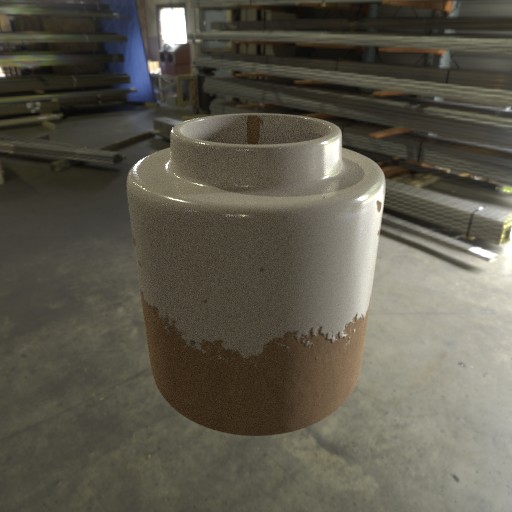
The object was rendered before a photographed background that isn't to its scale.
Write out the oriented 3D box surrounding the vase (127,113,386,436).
[{"bbox_3d":[0.000,0.000,0.293,0.153,0.167,0.153,0,27,0],"label":"vase"}]
